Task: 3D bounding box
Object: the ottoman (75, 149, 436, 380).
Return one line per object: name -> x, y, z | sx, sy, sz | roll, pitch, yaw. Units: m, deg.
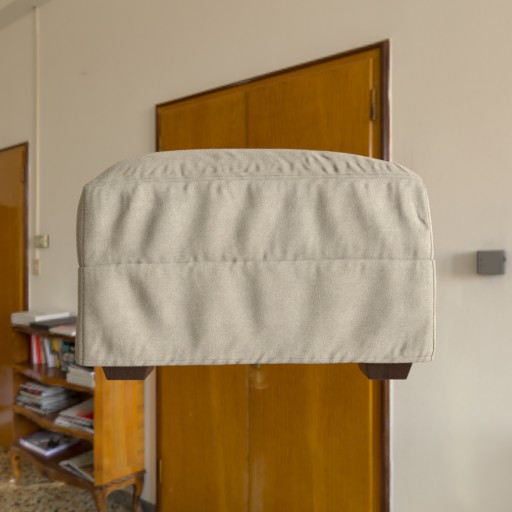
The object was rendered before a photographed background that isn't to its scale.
ottoman -> 0.000, 0.000, 1.088 | 0.712, 0.480, 0.584 | 0, 0, 0
